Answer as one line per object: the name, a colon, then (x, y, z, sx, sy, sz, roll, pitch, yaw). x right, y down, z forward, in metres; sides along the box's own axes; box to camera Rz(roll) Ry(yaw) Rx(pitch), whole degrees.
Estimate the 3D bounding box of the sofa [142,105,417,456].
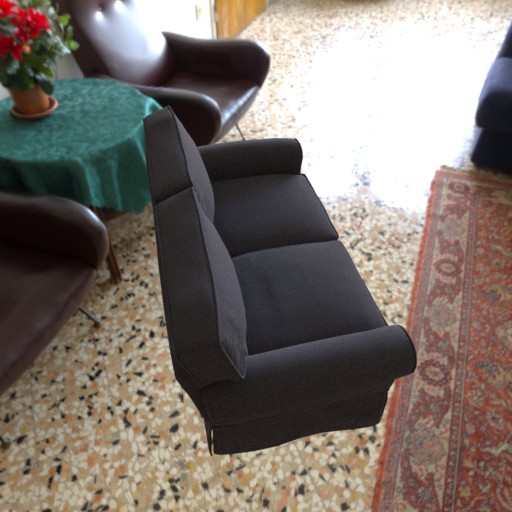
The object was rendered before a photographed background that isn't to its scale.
sofa: (0.000, 0.000, 2.394, 0.997, 1.059, 1.801, -10, 47, -9)
